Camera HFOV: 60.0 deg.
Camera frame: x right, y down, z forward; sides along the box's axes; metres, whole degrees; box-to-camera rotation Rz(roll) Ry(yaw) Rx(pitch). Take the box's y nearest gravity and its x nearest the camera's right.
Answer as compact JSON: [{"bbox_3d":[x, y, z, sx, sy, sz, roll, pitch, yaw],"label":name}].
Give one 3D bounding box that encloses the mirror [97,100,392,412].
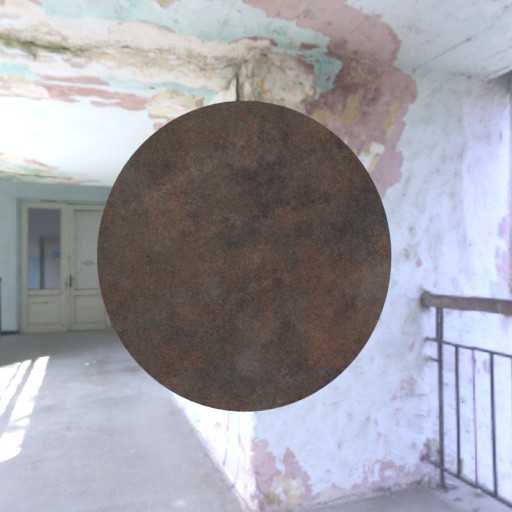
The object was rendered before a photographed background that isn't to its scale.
[{"bbox_3d":[0.000,0.000,0.867,0.585,0.585,0.061,0,0,-19],"label":"mirror"}]
